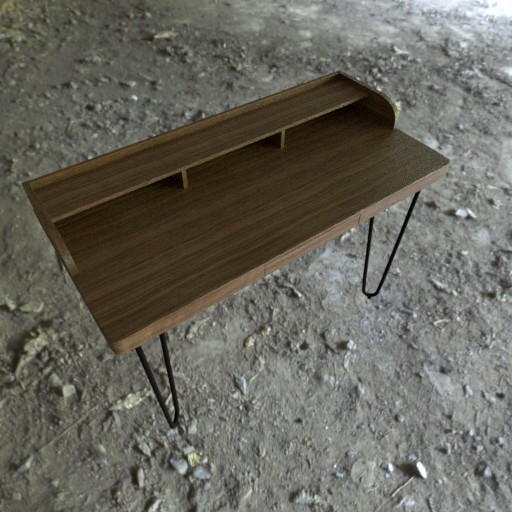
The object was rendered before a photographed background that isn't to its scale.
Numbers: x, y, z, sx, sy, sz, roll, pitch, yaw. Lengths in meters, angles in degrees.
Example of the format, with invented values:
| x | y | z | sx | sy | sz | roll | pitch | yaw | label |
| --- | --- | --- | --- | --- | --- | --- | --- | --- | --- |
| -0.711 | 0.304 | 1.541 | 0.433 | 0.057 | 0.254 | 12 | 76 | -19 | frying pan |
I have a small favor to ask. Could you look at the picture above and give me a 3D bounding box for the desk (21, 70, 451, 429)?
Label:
| x | y | z | sx | sy | sz | roll | pitch | yaw | label |
| --- | --- | --- | --- | --- | --- | --- | --- | --- | --- |
| 0.000 | 0.000 | 1.620 | 1.200 | 0.854 | 0.565 | -28 | 53 | -23 | desk |
